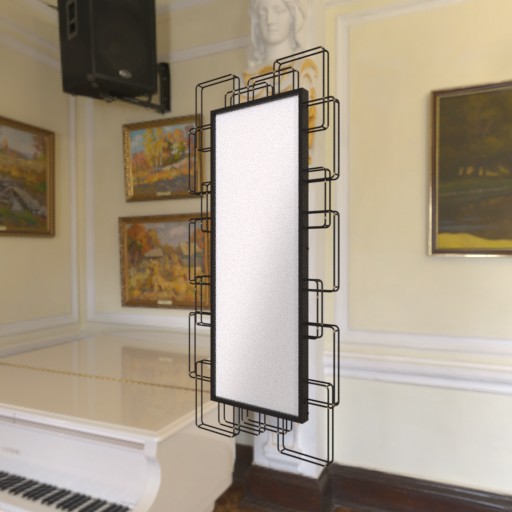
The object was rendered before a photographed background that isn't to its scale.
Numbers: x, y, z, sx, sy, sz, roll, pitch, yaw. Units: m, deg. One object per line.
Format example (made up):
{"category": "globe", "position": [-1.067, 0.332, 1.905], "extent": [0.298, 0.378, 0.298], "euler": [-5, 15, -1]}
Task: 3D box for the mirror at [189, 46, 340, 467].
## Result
{"category": "mirror", "position": [0.000, 0.000, 1.410], "extent": [0.565, 1.192, 0.037], "euler": [0, 0, 36]}
